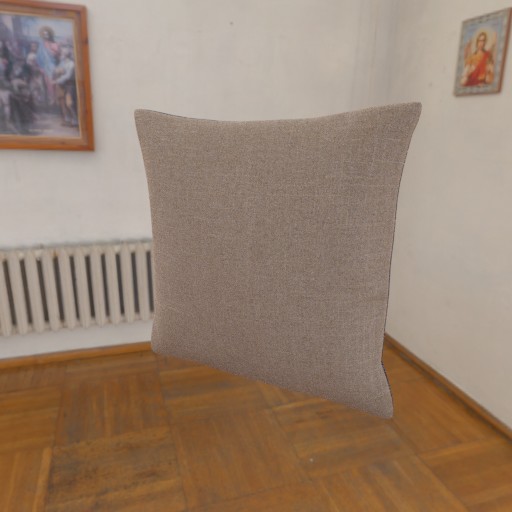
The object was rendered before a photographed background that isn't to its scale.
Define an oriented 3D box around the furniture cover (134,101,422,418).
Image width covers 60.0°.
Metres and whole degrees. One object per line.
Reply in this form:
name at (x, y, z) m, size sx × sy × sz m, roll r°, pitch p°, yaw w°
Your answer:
furniture cover at (0.000, 0.000, 0.780) m, size 0.511 × 0.503 × 0.162 m, roll 8°, pitch 18°, yaw 26°
